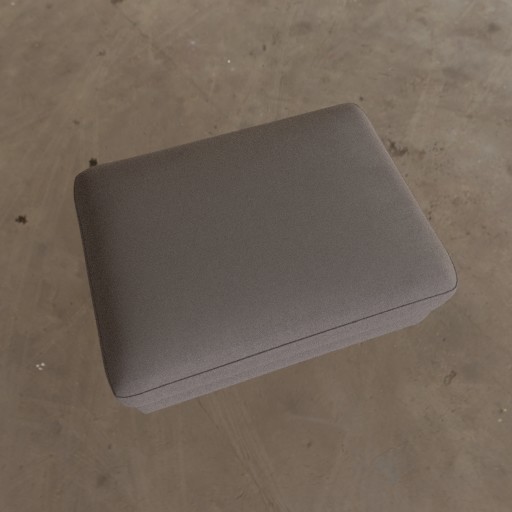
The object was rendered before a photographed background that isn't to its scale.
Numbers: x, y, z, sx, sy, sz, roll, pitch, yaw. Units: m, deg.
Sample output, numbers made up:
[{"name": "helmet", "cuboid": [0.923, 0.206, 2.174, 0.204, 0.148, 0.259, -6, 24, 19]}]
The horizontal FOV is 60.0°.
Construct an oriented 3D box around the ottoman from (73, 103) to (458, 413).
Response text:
[{"name": "ottoman", "cuboid": [0.000, 0.000, 1.186, 0.811, 0.449, 0.608, -16, 64, -8]}]
